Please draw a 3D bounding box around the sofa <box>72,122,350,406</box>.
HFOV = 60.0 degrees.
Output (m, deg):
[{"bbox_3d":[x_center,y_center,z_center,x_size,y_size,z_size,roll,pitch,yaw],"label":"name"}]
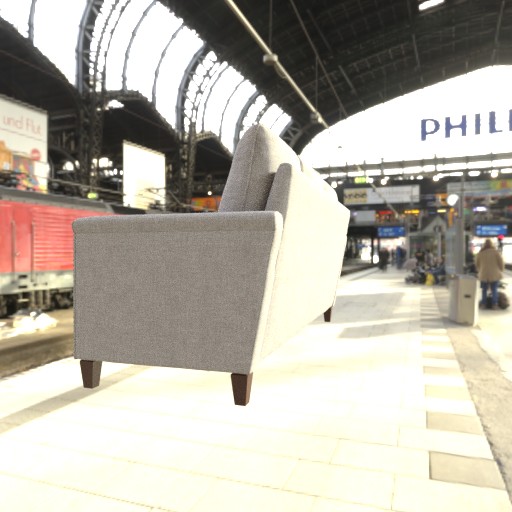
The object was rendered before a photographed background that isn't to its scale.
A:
[{"bbox_3d":[0.000,0.000,2.396,0.828,0.959,1.925,0,1,18],"label":"sofa"}]
